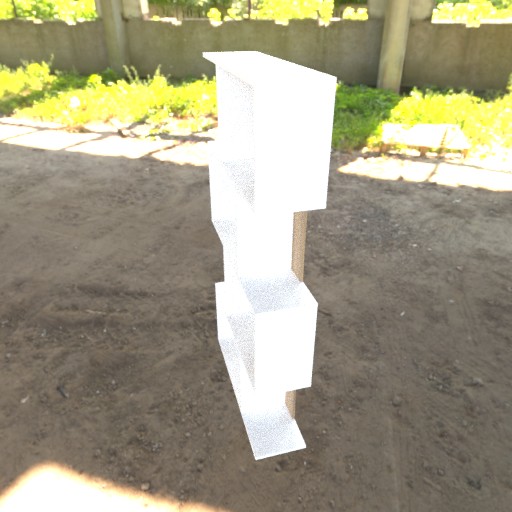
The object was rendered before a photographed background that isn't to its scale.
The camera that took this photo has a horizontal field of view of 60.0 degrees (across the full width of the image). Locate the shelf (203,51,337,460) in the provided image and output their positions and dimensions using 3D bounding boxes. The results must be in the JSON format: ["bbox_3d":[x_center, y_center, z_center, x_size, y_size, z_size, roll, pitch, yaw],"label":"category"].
[{"bbox_3d":[0.000,0.000,2.050,0.250,1.650,0.890,-8,30,-13],"label":"shelf"}]
